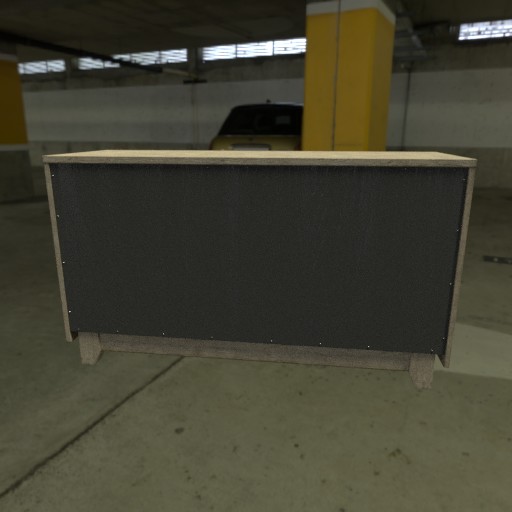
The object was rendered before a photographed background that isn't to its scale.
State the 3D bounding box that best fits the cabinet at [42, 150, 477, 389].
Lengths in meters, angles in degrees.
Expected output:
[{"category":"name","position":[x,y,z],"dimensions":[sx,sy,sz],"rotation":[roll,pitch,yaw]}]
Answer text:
[{"category":"cabinet","position":[0.000,0.000,1.830],"dimensions":[1.460,0.825,0.511],"rotation":[2,16,7]}]
